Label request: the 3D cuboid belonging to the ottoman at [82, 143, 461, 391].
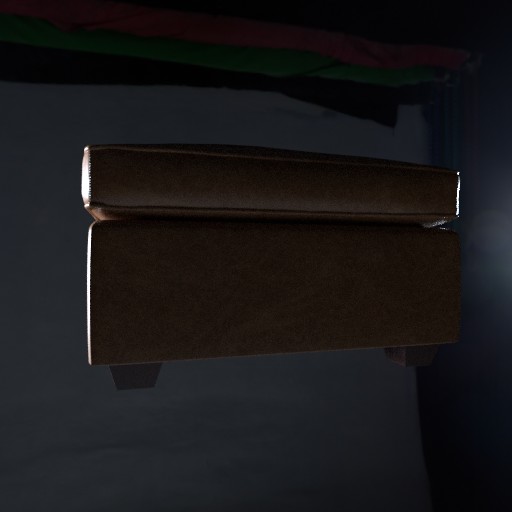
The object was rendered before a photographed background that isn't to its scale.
[{"bbox_3d":[0.000,0.000,1.072,0.756,0.468,0.554,0,0,-17],"label":"ottoman"}]
